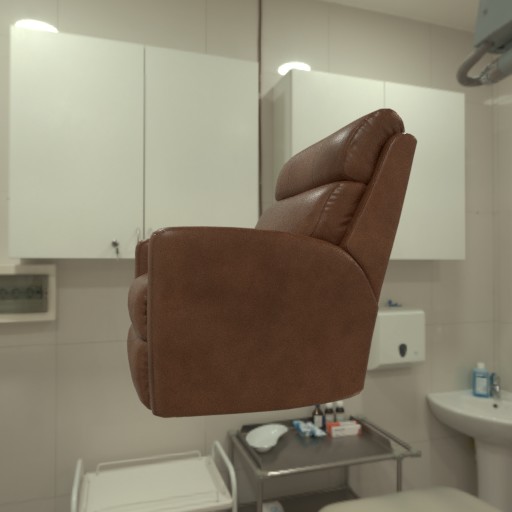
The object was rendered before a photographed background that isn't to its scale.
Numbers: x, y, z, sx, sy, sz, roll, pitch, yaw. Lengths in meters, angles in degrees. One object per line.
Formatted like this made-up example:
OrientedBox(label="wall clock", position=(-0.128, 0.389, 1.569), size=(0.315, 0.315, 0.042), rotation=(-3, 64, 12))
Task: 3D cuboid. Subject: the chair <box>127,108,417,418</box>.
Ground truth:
OrientedBox(label="chair", position=(0.000, 0.000, 1.697), size=(0.939, 1.016, 0.787), rotation=(0, -1, -18))
